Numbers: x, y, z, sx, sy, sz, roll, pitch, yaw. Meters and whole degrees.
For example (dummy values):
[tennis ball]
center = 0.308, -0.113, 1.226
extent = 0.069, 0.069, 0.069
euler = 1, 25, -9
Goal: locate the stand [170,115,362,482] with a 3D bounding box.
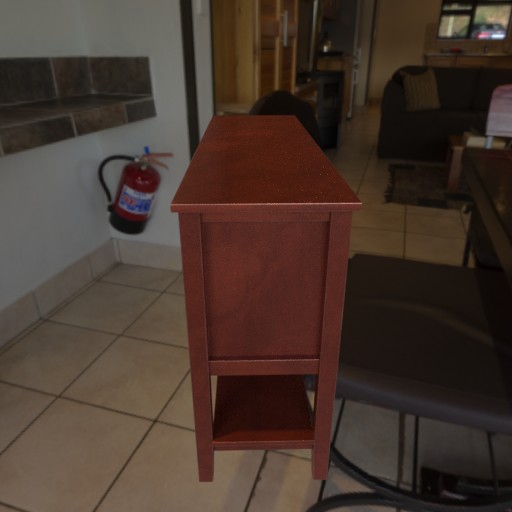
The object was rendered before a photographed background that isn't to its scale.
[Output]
[stand]
center = 0.000, 0.000, 1.717
extent = 0.410, 0.872, 1.362
euler = -1, 25, -1
